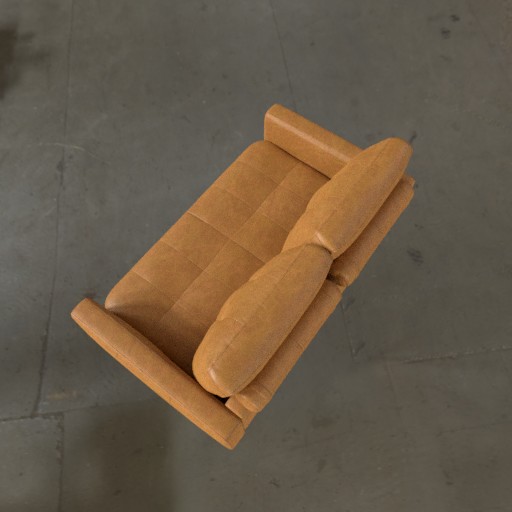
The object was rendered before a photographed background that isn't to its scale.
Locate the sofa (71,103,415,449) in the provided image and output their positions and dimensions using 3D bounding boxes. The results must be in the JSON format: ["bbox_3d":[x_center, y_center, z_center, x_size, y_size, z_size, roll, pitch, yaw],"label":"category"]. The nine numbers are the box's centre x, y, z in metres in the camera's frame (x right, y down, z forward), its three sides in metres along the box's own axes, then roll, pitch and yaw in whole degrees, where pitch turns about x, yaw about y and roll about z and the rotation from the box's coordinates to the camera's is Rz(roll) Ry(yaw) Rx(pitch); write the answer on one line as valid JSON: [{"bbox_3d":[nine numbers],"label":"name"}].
[{"bbox_3d":[0.000,0.000,2.006,0.868,0.898,1.430,34,68,15],"label":"sofa"}]
